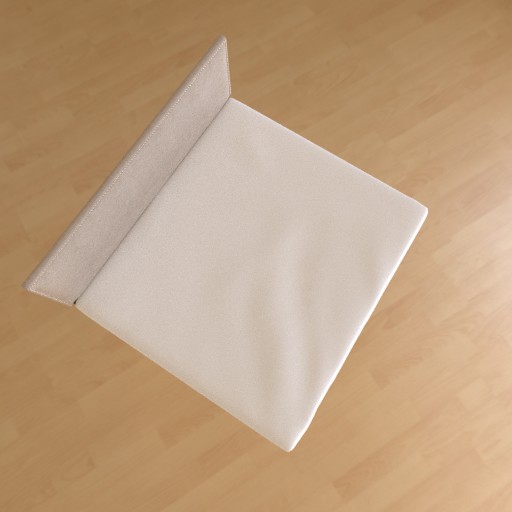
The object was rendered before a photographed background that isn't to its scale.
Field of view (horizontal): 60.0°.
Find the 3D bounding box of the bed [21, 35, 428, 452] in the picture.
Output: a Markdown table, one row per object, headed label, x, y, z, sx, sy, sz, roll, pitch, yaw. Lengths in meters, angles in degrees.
| label | x | y | z | sx | sy | sz | roll | pitch | yaw |
| --- | --- | --- | --- | --- | --- | --- | --- | --- | --- |
| bed | 0.000 | 0.000 | 3.303 | 1.914 | 1.346 | 2.170 | 32 | 77 | 8 |
